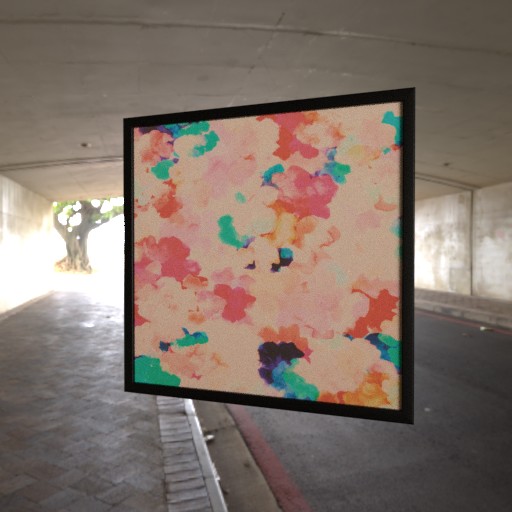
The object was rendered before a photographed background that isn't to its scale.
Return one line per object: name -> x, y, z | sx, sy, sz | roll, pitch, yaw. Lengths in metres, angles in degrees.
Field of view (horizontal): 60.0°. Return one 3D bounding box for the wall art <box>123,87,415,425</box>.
wall art -> 0.000, 0.000, 1.124 | 0.756, 0.755, 0.036 | 0, 1, 18
